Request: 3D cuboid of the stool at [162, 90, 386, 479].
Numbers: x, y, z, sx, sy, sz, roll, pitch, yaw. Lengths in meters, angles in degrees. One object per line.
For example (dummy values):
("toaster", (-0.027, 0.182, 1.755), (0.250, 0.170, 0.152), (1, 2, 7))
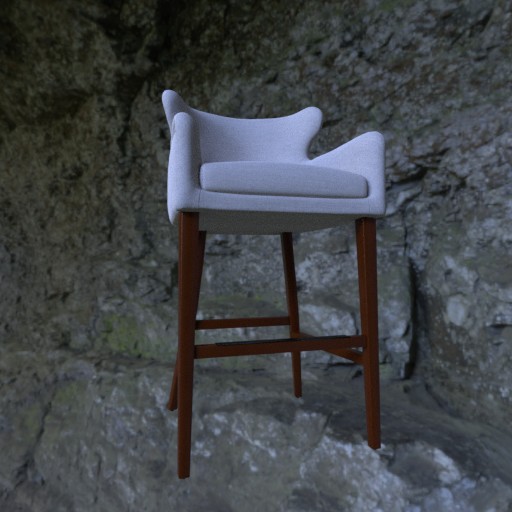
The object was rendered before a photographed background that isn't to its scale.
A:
("stool", (0.000, 0.000, 1.345), (0.556, 1.034, 0.563), (0, 0, -18))
